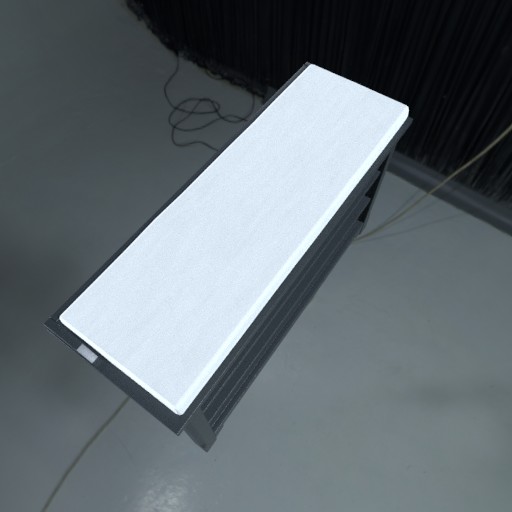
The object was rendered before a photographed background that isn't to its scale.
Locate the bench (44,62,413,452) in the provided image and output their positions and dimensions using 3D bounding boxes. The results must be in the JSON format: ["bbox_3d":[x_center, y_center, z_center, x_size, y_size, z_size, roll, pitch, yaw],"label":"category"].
[{"bbox_3d":[0.000,0.000,1.229,0.345,0.561,0.973,32,65,17],"label":"bench"}]
